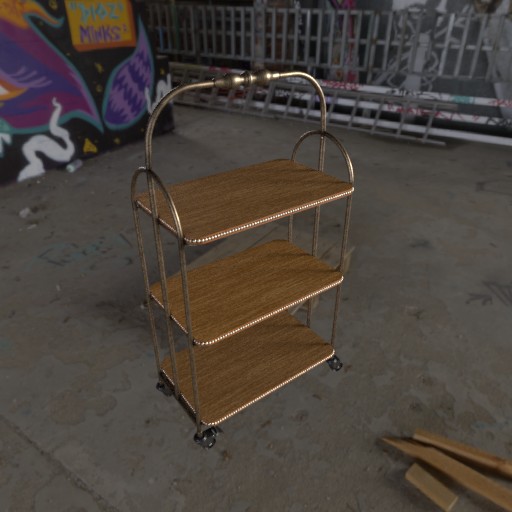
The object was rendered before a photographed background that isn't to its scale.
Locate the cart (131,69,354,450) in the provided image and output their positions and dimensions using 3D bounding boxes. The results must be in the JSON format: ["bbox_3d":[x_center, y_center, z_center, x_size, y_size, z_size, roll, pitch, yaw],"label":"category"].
[{"bbox_3d":[0.000,0.000,1.345,0.650,1.052,0.330,-21,36,-31],"label":"cart"}]
